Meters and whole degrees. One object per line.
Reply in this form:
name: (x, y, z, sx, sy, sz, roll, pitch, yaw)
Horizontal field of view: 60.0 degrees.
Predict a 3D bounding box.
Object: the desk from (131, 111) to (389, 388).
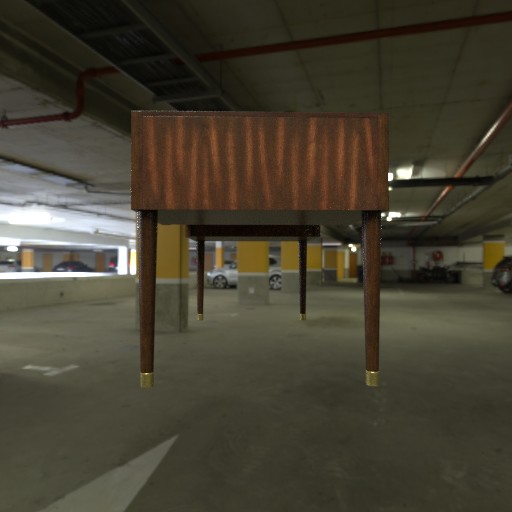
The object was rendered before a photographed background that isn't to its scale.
desk: (0.000, 0.000, 2.003, 0.724, 0.762, 1.575, 0, -1, -1)
